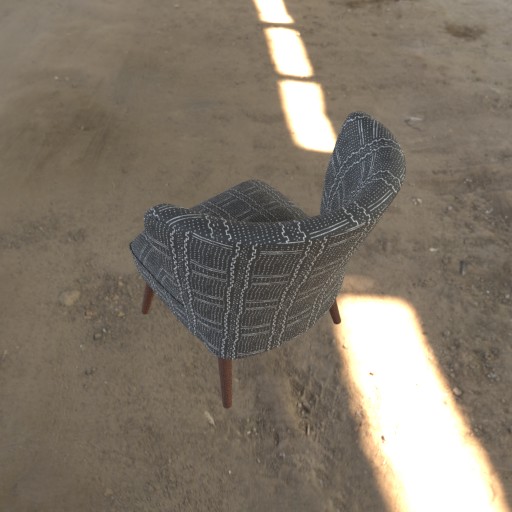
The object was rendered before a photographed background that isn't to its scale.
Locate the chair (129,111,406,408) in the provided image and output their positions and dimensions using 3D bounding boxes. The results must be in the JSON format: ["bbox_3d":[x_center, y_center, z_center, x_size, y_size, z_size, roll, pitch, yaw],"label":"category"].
[{"bbox_3d":[0.000,0.000,1.423,0.710,0.866,0.758,-31,53,-26],"label":"chair"}]
